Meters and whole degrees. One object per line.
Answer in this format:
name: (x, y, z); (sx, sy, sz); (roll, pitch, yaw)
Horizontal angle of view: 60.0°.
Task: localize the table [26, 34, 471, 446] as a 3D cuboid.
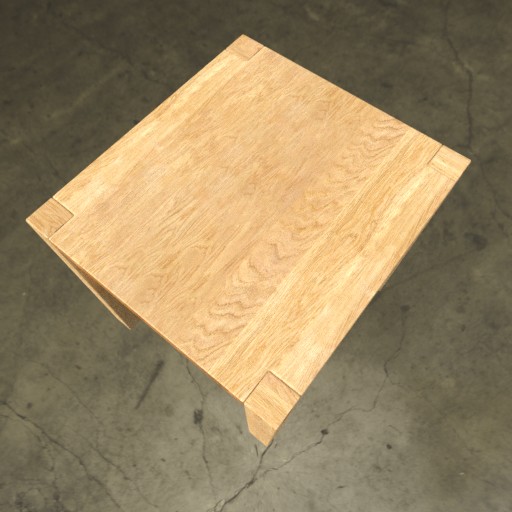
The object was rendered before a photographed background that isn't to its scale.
table: (0.000, 0.000, 0.840); (0.440, 0.450, 0.480); (36, 70, 15)
